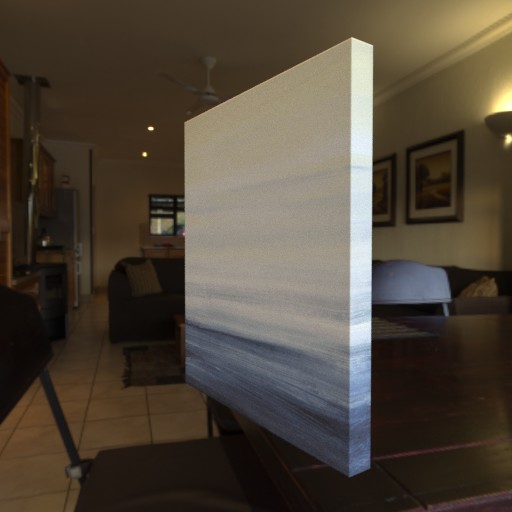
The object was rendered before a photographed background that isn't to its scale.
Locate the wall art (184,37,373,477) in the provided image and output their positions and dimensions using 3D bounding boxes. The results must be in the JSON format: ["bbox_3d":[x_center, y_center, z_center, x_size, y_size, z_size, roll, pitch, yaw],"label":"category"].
[{"bbox_3d":[0.000,0.000,0.703,0.037,0.511,0.435,-1,2,-35],"label":"wall art"}]
